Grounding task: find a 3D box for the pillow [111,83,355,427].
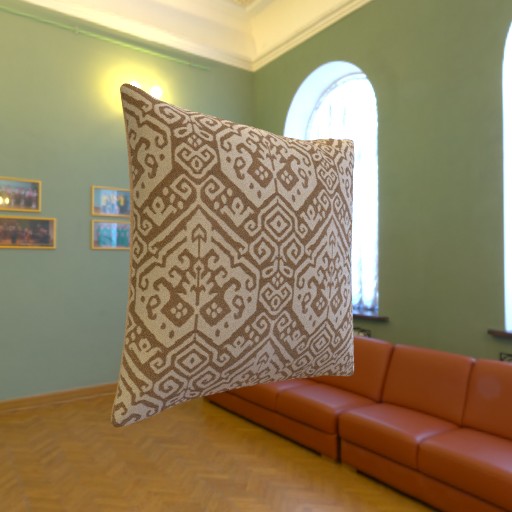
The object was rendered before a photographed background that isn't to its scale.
[{"bbox_3d":[0.000,0.000,0.642,0.419,0.407,0.173,1,-1,-37],"label":"pillow"}]
